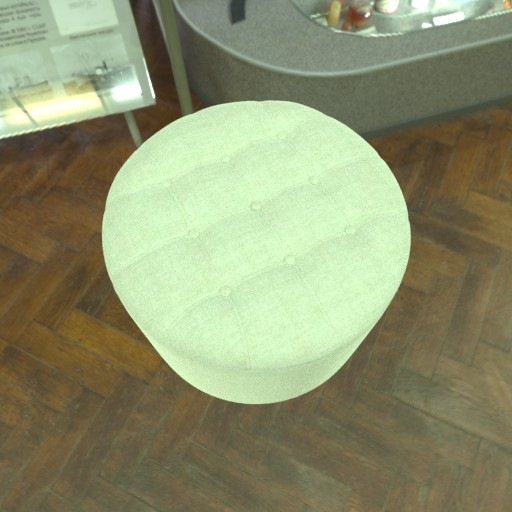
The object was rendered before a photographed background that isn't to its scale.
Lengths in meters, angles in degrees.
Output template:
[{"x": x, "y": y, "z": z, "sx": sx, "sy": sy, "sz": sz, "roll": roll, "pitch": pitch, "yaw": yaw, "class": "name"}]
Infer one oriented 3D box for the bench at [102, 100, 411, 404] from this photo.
[{"x": 0.000, "y": 0.000, "z": 1.021, "sx": 0.600, "sy": 0.453, "sz": 0.600, "roll": 0, "pitch": 63, "yaw": 0, "class": "bench"}]
